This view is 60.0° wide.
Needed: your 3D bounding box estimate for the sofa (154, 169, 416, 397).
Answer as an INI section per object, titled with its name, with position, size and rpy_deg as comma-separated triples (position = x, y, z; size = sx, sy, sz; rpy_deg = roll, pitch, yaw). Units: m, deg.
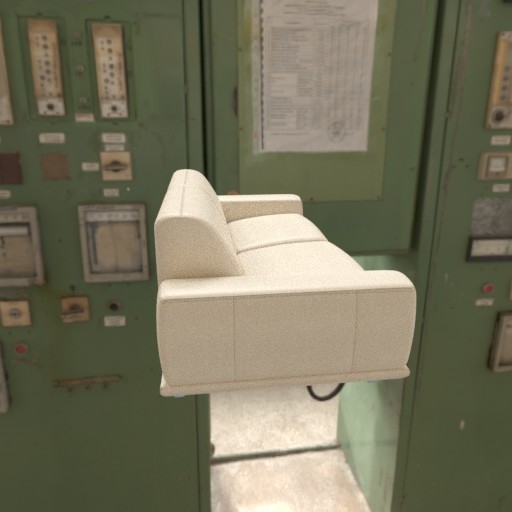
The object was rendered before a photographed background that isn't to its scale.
[sofa]
position = 0.000, 0.000, 2.356
size = 0.900, 0.772, 1.901
rpy_deg = -2, 17, -7
